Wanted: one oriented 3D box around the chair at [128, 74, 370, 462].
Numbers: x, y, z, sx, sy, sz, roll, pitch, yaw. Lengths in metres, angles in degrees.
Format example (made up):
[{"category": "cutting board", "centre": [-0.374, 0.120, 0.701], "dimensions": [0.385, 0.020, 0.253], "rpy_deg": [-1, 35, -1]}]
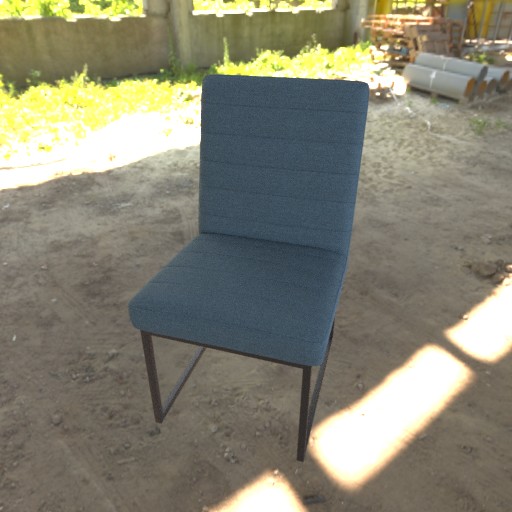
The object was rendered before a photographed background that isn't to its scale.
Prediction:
[{"category": "chair", "centre": [0.000, 0.000, 1.320], "dimensions": [0.520, 0.930, 0.634], "rpy_deg": [9, 31, 15]}]
